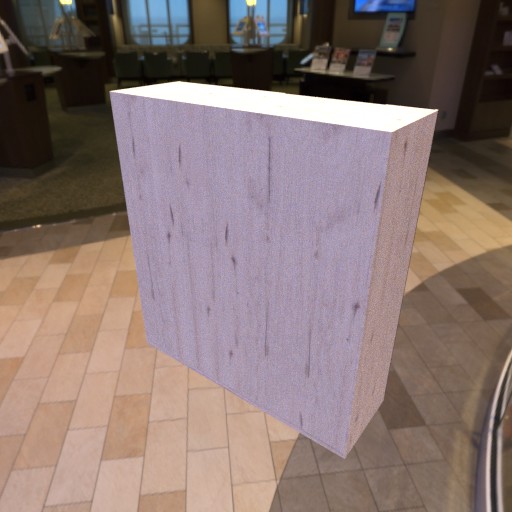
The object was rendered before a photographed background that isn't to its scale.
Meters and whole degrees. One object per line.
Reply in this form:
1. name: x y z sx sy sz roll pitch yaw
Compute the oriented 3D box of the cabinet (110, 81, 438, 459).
1. cabinet: 0.000 0.000 3.236 2.000 2.180 0.660 20 34 32
